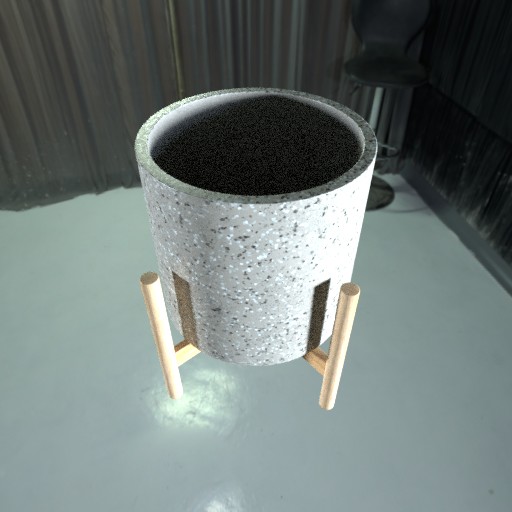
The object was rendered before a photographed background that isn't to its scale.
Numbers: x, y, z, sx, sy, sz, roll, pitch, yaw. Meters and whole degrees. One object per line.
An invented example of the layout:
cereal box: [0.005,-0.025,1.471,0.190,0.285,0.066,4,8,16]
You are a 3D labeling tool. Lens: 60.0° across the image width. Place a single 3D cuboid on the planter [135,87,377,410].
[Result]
planter: [0.000,0.000,0.705,0.360,0.419,0.360,-12,44,-13]
